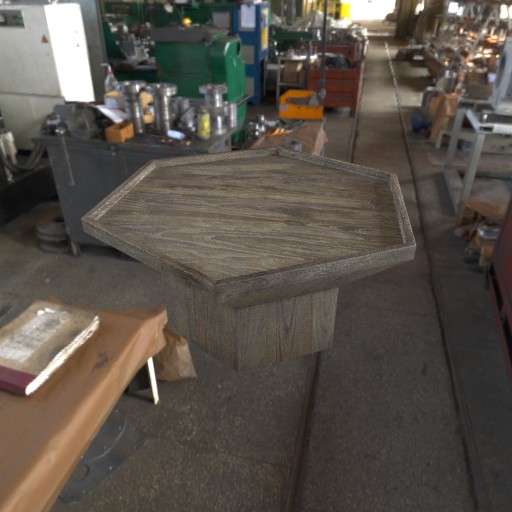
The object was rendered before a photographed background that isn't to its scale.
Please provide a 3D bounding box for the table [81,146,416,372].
[{"bbox_3d":[0.000,0.000,1.614,1.115,0.488,0.966,-11,32,-17],"label":"table"}]
